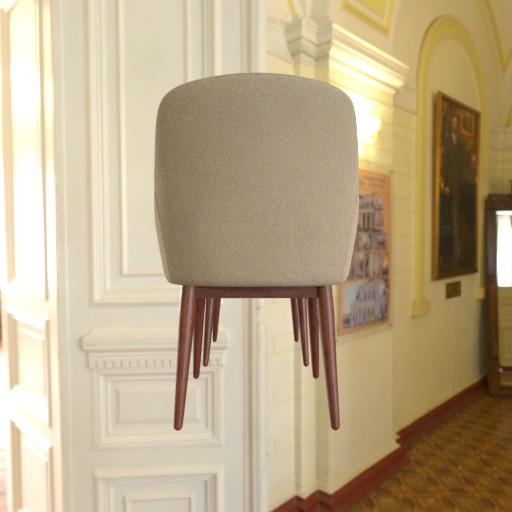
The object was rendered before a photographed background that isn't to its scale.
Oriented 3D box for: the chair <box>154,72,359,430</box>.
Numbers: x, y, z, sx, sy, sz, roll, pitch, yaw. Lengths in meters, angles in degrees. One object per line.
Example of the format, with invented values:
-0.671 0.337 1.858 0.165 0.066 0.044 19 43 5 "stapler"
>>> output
0.000 0.000 1.561 0.584 0.866 1.114 0 2 0 "chair"
